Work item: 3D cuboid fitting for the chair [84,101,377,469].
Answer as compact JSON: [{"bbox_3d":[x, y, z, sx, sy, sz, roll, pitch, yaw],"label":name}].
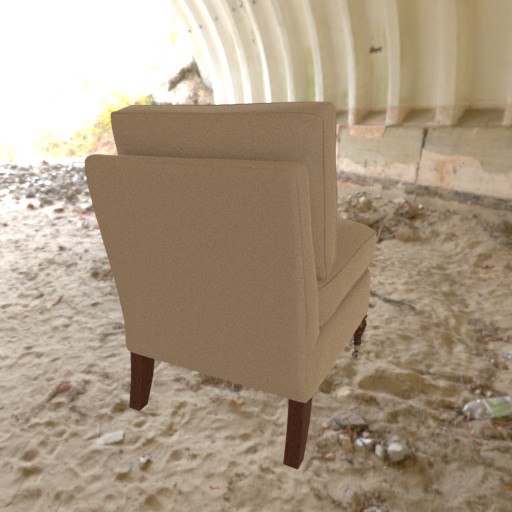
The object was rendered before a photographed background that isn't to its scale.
[{"bbox_3d":[0.000,0.000,1.638,0.724,1.052,0.912,8,19,26],"label":"chair"}]
